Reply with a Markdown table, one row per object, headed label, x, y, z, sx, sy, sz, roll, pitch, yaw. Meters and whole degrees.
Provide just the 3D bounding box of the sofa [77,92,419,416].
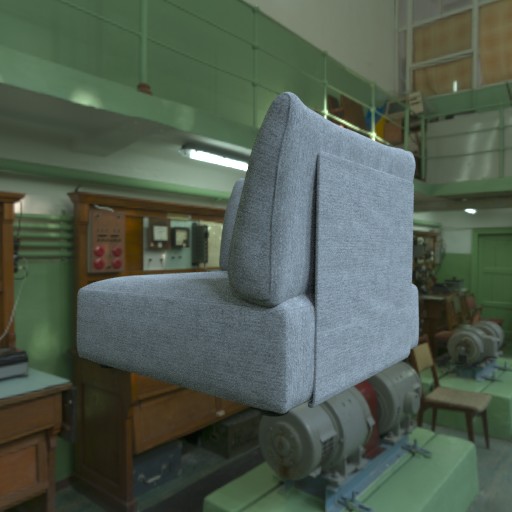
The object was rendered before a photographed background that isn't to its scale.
| label | x | y | z | sx | sy | sz | roll | pitch | yaw |
| --- | --- | --- | --- | --- | --- | --- | --- | --- | --- |
| sofa | 0.000 | 0.000 | 1.735 | 1.000 | 0.820 | 1.000 | 1 | 1 | 38 |
